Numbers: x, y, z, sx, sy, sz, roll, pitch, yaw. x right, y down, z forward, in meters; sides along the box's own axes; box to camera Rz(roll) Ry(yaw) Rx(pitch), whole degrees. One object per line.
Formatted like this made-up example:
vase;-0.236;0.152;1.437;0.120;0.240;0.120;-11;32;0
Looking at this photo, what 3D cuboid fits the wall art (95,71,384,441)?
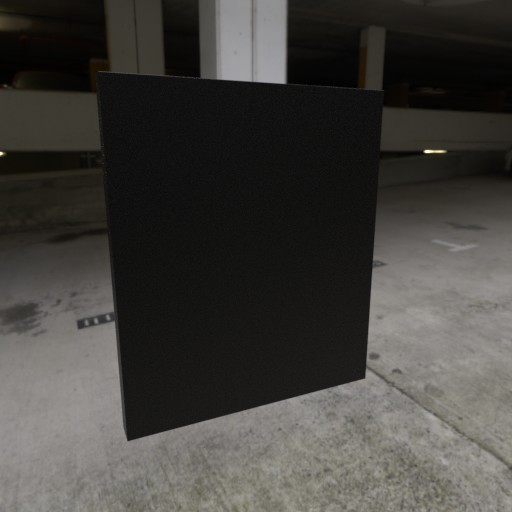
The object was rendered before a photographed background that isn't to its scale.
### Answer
wall art;0.000;0.000;0.521;0.325;0.380;0.028;-6;15;-24
